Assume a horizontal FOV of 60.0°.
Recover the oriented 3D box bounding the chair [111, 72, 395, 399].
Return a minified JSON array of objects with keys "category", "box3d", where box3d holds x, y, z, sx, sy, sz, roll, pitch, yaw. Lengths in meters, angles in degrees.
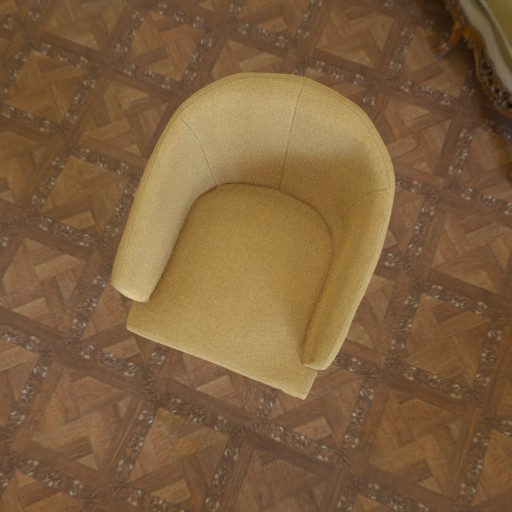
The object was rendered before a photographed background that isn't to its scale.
[{"category":"chair","box3d":[0.000,0.000,1.283,0.583,0.811,0.655,20,77,5]}]
